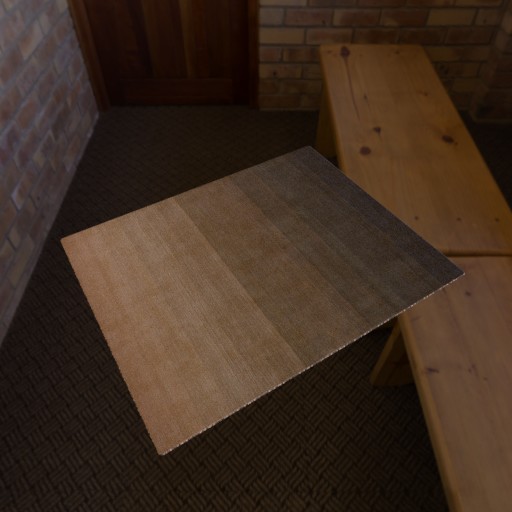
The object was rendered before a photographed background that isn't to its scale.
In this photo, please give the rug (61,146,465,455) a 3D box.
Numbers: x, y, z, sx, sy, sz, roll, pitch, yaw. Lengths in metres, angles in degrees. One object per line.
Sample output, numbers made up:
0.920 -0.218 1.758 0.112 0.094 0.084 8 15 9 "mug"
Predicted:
0.000 0.000 4.017 2.902 0.017 2.305 -25 52 -21 "rug"
